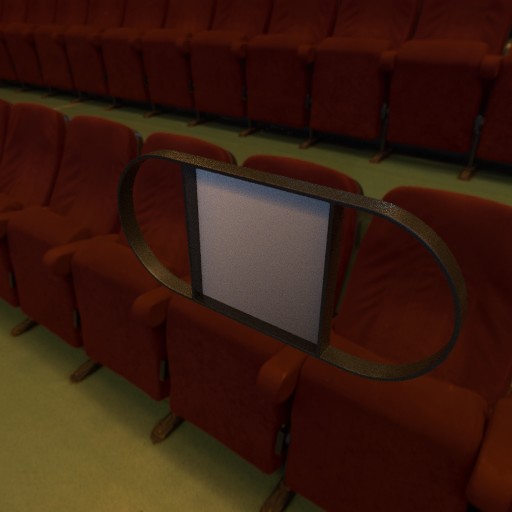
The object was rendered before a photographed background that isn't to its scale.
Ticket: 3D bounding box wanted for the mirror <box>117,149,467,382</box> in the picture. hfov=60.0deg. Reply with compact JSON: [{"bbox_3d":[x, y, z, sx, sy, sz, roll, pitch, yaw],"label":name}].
[{"bbox_3d":[0.000,0.000,0.660,0.584,0.254,0.032,20,36,30],"label":"mirror"}]
